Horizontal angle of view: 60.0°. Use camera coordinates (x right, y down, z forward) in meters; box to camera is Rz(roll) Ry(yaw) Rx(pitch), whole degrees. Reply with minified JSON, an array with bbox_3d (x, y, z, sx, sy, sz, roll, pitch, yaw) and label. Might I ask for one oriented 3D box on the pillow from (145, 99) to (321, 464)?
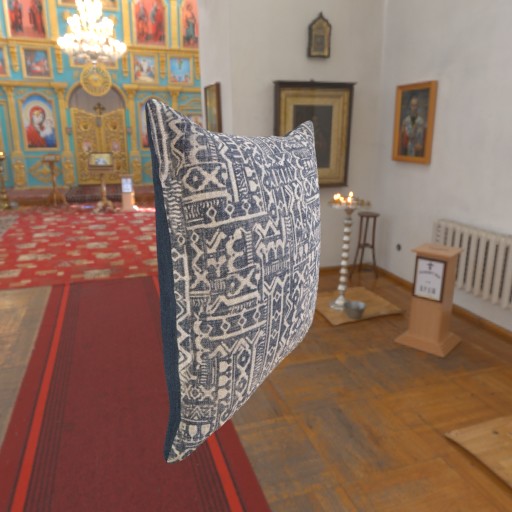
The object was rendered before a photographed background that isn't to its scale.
[{"bbox_3d":[0.000,0.000,0.789,0.180,0.487,0.546,7,15,26],"label":"pillow"}]
